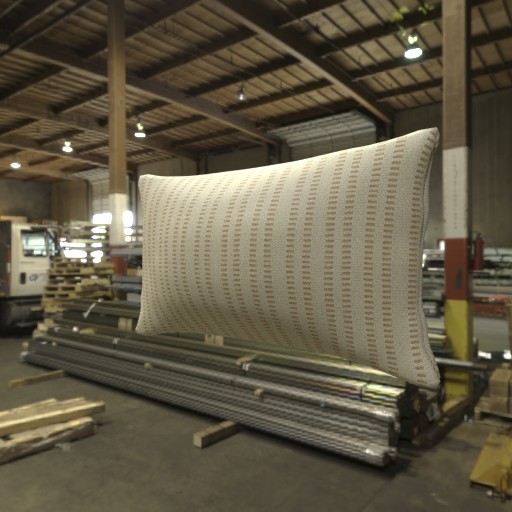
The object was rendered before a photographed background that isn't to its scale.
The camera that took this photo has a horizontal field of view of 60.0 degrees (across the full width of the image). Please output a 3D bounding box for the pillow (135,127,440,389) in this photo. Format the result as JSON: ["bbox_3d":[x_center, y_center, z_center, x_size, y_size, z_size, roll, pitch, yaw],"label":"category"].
[{"bbox_3d":[0.000,0.000,0.795,0.640,0.353,0.210,0,1,37],"label":"pillow"}]
